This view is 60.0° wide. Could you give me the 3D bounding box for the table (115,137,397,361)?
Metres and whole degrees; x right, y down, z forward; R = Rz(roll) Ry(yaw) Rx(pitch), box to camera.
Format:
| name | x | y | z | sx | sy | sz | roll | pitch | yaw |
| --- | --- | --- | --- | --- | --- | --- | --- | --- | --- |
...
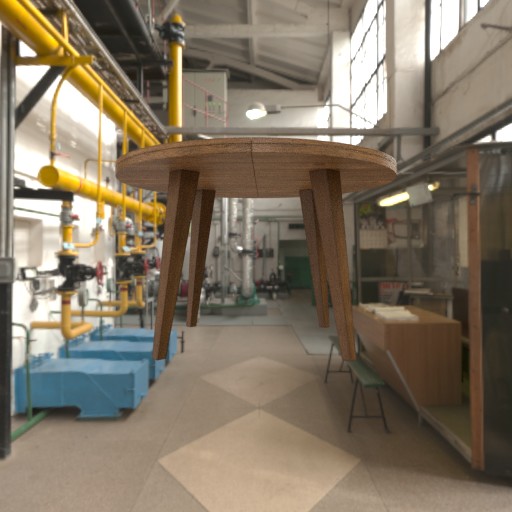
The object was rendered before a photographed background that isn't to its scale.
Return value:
| name | x | y | z | sx | sy | sz | roll | pitch | yaw |
| --- | --- | --- | --- | --- | --- | --- | --- | --- | --- |
| table | 0.000 | 0.000 | 2.009 | 1.213 | 0.764 | 1.213 | 0 | 1 | 0 |
